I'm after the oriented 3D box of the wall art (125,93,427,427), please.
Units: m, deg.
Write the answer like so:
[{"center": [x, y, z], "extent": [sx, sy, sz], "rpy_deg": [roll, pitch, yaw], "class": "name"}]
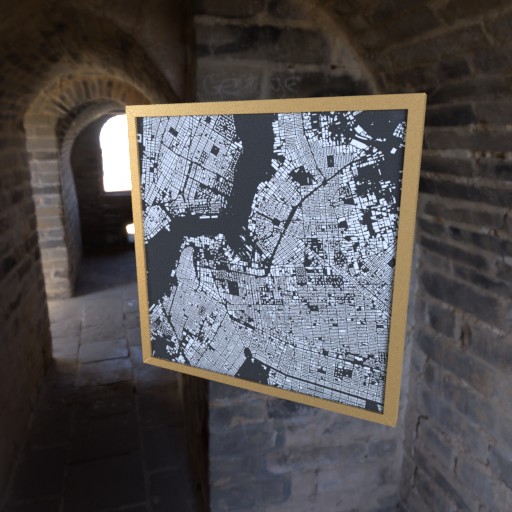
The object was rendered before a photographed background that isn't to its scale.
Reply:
[{"center": [0.000, 0.000, 2.910], "extent": [1.926, 1.926, 0.099], "rpy_deg": [7, 16, 24], "class": "wall art"}]
